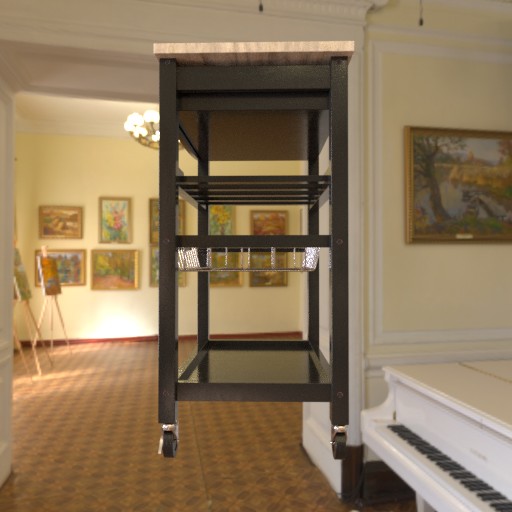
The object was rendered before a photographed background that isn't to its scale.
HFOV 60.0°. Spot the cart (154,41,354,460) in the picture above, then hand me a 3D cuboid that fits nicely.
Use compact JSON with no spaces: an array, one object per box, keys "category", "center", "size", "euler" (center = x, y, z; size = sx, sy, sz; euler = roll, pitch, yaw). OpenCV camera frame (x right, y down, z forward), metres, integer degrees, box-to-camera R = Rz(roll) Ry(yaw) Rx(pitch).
[{"category":"cart","center":[0.000,0.000,1.163],"size":[0.403,0.839,0.584],"euler":[0,-1,1]}]
